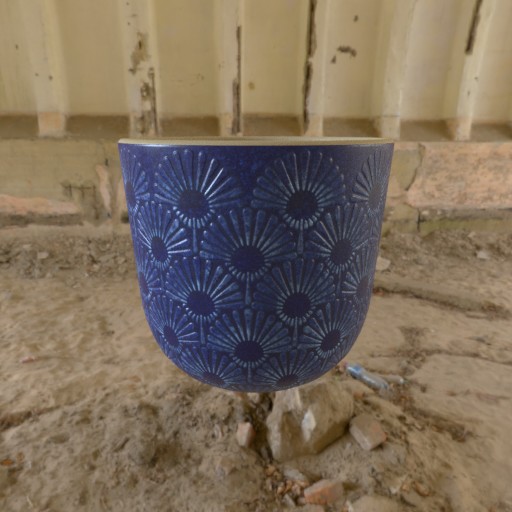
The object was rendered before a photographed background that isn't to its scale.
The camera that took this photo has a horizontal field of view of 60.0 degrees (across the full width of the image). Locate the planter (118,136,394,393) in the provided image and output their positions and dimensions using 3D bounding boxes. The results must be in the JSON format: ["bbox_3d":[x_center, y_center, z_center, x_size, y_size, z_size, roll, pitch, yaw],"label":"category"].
[{"bbox_3d":[0.000,0.000,0.370,0.206,0.190,0.206,0,16,0],"label":"planter"}]
